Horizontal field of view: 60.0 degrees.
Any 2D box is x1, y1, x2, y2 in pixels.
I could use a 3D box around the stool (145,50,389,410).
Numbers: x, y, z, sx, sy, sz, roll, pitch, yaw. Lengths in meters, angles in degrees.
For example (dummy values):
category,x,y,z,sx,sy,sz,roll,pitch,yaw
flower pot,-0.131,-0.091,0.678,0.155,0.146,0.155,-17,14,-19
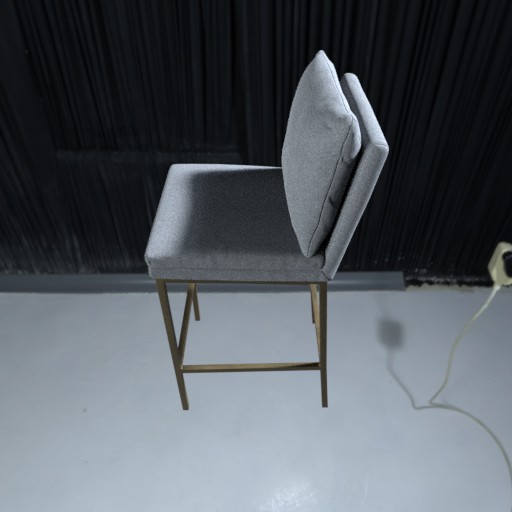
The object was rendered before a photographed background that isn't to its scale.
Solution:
category,x,y,z,sx,sy,sz,roll,pitch,yaw
stool,0.000,0.000,1.421,0.569,1.130,0.463,0,42,0
